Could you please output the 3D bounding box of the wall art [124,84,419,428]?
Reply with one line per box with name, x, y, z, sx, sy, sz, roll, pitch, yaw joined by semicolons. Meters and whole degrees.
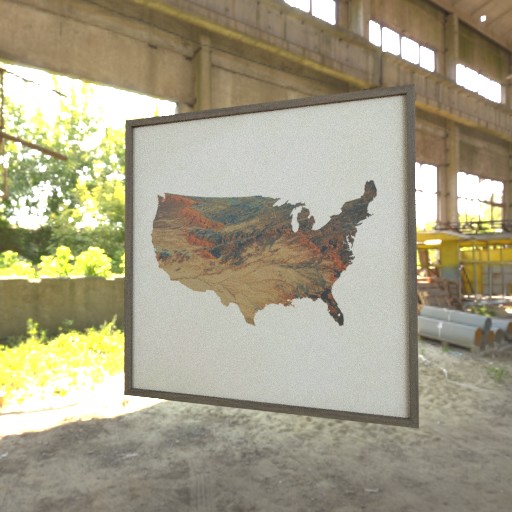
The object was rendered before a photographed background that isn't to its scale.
wall art;0.000;0.000;0.741;0.508;0.507;0.016;0;-1;19
